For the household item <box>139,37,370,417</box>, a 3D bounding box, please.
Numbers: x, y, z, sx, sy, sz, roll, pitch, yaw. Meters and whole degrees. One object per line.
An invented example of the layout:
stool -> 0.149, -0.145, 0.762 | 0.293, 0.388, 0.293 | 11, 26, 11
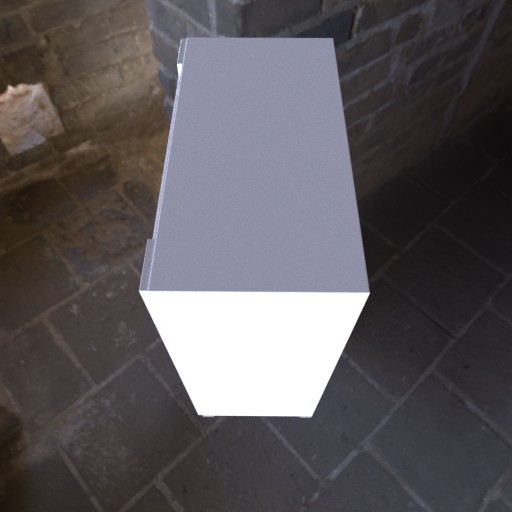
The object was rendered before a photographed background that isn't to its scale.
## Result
household item -> 0.000, 0.000, 1.442 | 0.420, 1.010, 0.790 | 0, 58, 0
